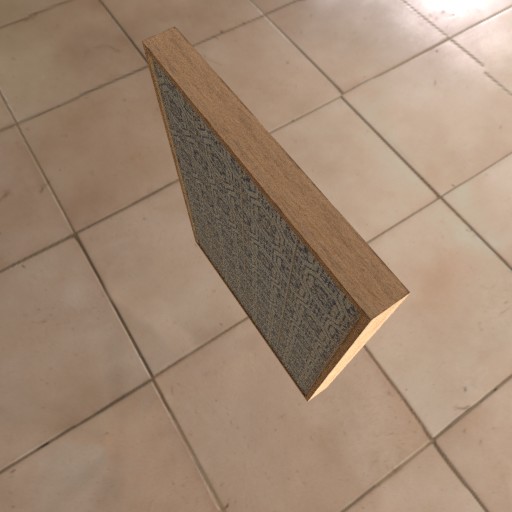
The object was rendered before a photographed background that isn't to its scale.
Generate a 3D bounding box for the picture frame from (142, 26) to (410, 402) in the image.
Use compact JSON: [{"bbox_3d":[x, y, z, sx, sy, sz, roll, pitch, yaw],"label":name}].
[{"bbox_3d":[0.000,0.000,0.701,0.046,0.526,0.421,-32,68,-14],"label":"picture frame"}]
